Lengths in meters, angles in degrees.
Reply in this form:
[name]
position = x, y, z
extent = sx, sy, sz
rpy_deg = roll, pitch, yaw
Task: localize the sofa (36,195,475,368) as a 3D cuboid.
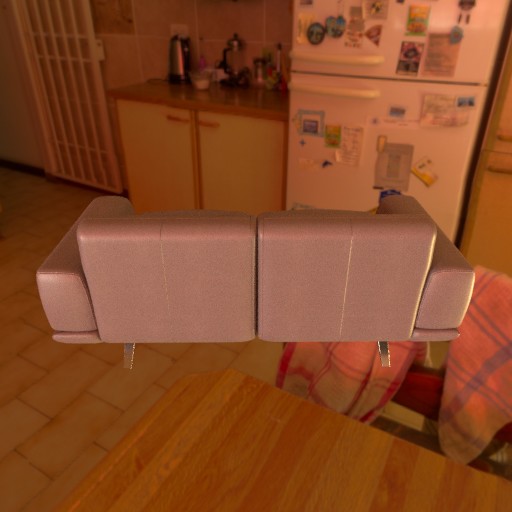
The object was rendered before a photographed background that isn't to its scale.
[sofa]
position = 0.000, 0.000, 2.331
extent = 1.901, 0.772, 0.900
rpy_deg = 0, 30, 0
